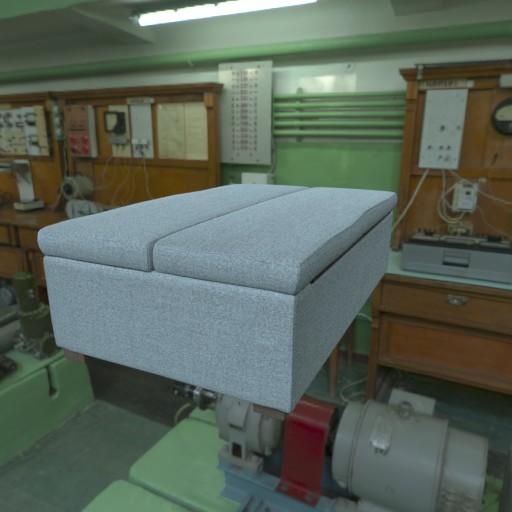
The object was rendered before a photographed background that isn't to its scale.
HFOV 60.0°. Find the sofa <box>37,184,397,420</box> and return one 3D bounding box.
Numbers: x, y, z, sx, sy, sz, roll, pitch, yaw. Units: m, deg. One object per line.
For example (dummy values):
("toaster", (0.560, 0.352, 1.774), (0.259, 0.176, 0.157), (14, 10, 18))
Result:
("sofa", (0.000, 0.000, 1.659), (0.817, 0.434, 1.250), (7, 17, 25))
